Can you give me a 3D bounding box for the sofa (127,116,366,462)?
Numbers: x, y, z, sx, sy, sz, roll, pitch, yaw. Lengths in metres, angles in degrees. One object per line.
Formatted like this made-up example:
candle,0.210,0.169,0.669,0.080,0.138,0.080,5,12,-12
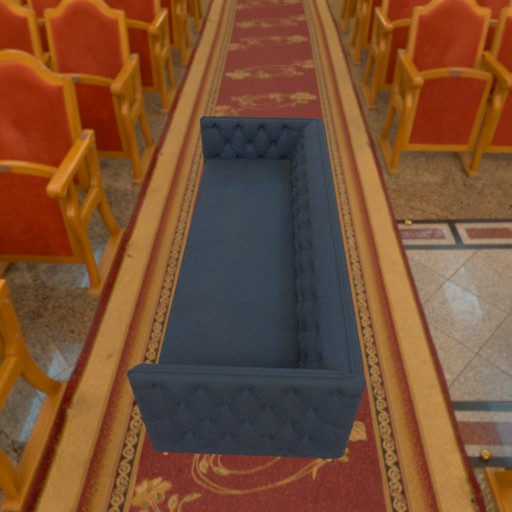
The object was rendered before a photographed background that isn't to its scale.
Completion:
sofa,0.000,0.000,2.648,0.895,0.771,2.209,2,43,2
